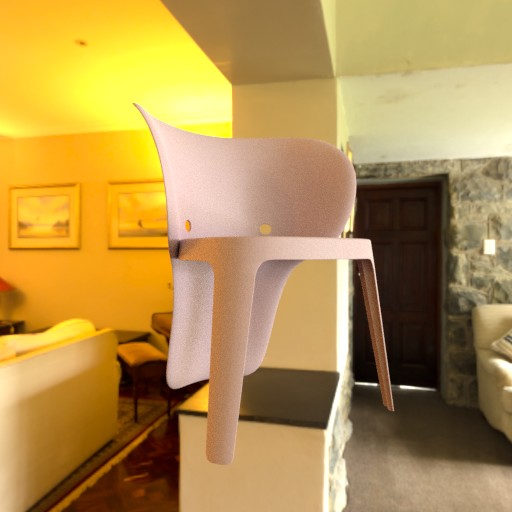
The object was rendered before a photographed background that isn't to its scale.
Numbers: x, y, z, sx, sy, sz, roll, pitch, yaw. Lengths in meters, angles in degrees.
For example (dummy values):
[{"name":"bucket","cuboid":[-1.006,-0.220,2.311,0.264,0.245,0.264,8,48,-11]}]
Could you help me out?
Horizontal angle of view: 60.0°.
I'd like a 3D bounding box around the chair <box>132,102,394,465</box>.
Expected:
[{"name":"chair","cuboid":[0.000,0.000,0.832,0.451,0.554,0.402,0,0,-35]}]
